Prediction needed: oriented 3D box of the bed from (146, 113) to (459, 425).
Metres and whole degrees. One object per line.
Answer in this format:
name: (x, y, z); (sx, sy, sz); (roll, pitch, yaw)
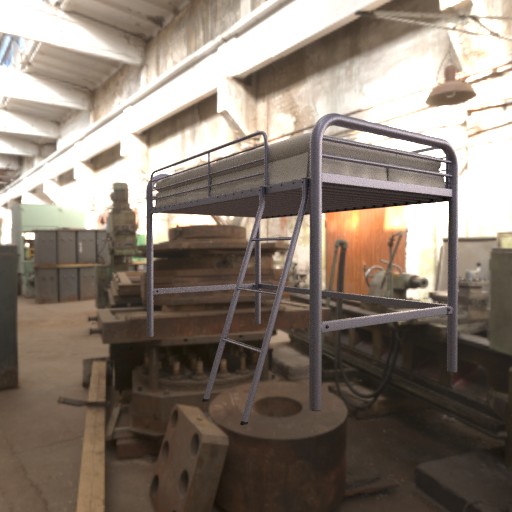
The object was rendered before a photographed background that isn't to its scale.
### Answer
bed: (0.000, 0.000, 2.885); (1.415, 1.288, 1.965); (-1, 1, -35)
